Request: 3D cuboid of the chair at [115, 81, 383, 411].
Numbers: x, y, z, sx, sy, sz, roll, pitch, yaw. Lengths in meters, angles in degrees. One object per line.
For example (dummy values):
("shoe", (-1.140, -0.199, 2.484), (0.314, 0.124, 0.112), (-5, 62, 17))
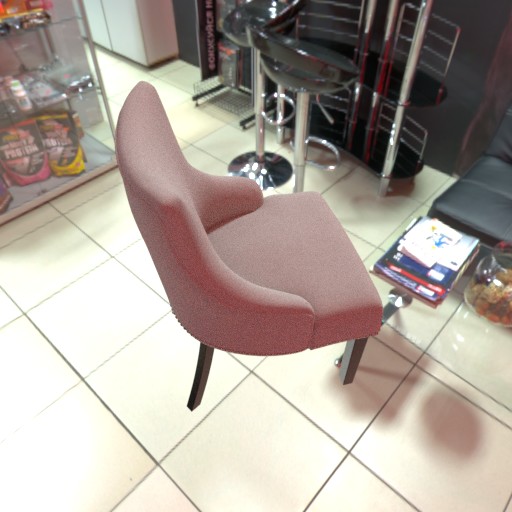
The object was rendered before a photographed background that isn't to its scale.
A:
("chair", (0.000, 0.000, 1.318), (0.629, 0.909, 0.566), (-11, 48, -10))
